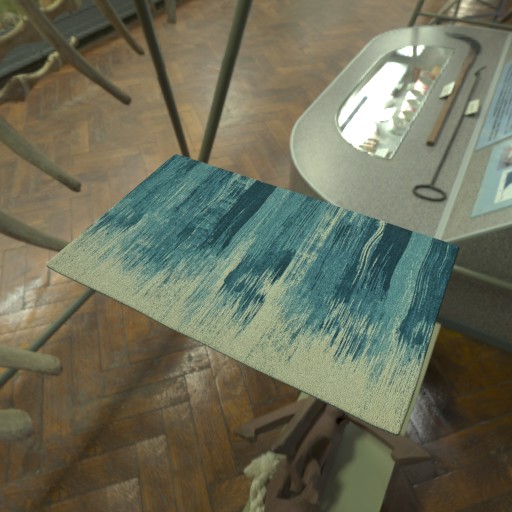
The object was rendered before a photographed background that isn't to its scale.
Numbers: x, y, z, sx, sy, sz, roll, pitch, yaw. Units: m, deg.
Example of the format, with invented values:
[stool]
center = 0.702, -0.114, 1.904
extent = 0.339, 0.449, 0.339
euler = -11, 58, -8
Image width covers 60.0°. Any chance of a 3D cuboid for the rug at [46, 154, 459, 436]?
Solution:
[rug]
center = 0.000, 0.000, 3.062
extent = 2.450, 0.027, 1.540
euler = 21, 50, 19
